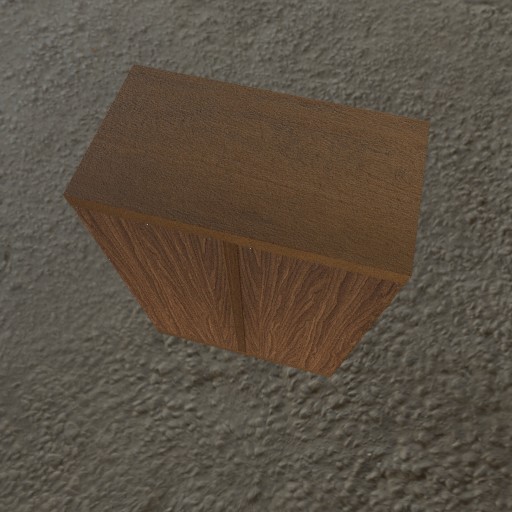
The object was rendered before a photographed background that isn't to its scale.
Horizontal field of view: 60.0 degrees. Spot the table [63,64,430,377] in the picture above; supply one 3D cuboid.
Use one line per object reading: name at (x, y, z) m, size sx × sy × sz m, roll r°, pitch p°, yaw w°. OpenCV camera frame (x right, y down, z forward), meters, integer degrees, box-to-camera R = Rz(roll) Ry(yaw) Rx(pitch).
table at (0.000, 0.000, 1.792) m, size 0.901 × 1.294 × 0.524 m, roll 13°, pitch 65°, yaw 6°
